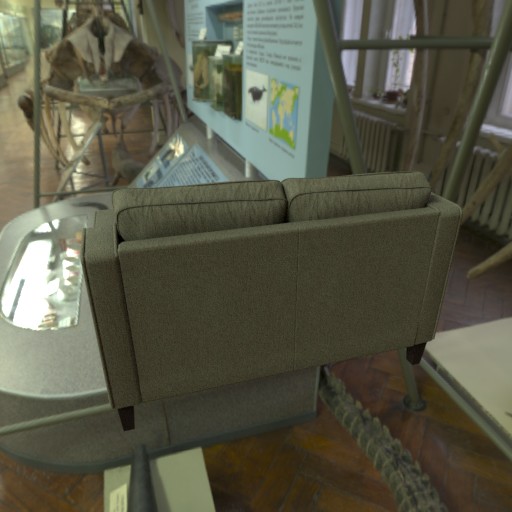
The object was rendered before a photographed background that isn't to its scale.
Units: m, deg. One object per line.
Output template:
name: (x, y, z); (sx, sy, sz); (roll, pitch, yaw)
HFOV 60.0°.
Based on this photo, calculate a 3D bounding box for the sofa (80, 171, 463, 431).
sofa: (0.000, 0.000, 2.200); (1.503, 0.981, 0.985); (-8, 27, -15)
